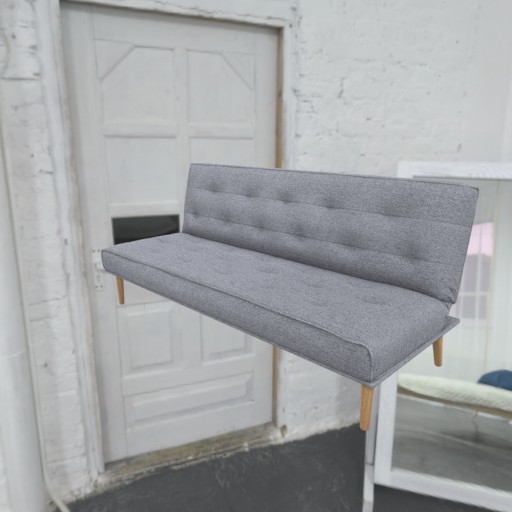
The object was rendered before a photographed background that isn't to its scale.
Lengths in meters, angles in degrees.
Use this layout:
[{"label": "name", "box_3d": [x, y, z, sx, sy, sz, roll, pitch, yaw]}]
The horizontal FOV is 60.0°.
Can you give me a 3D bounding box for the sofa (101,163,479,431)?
[{"label": "sofa", "box_3d": [0.000, 0.000, 2.267, 1.820, 0.830, 0.810, 15, 21, 43]}]
